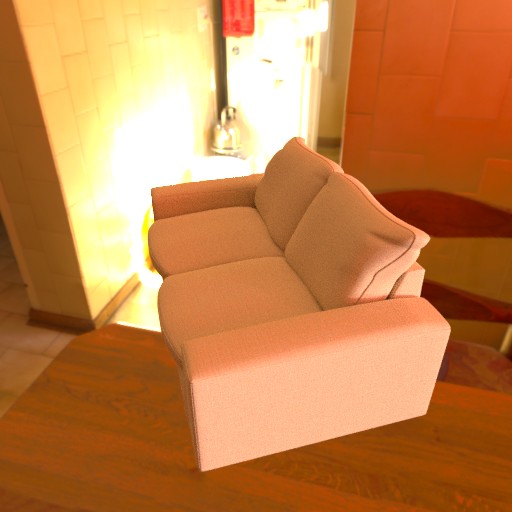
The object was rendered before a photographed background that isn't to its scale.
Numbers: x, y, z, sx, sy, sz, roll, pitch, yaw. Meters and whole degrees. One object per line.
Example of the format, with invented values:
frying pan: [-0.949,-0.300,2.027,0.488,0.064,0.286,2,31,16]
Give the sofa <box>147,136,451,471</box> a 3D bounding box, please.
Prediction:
sofa: [0.000,0.000,2.359,1.091,0.875,1.754,-8,32,-13]
